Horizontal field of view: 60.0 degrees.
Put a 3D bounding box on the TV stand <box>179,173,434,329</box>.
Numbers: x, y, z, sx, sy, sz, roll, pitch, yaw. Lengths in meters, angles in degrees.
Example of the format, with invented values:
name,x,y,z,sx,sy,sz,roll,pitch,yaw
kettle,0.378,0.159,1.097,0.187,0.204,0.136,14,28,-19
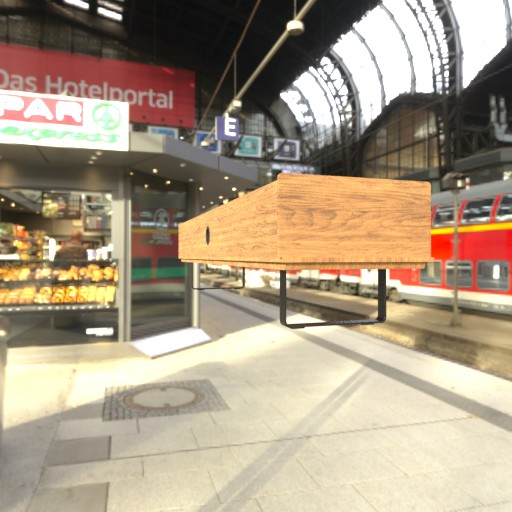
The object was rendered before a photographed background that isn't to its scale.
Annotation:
name,x,y,z,sx,sy,sz,roll,pitch,yaw
TV stand,0.000,0.000,2.026,0.467,0.415,1.796,0,0,-18
